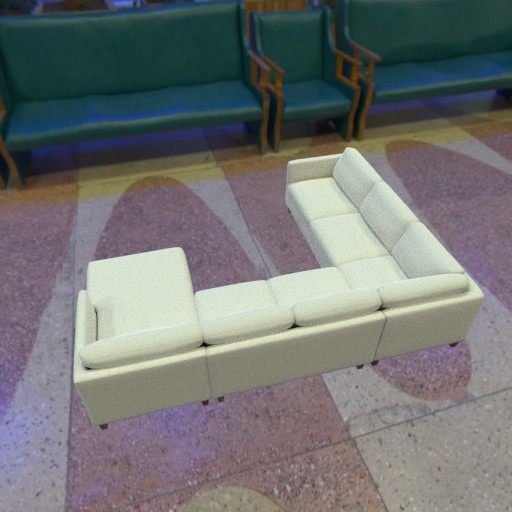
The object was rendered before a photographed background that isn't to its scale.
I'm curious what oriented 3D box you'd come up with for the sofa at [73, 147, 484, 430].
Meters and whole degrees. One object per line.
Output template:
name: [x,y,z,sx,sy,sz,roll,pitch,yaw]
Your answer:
sofa: [0.000,0.000,4.367,3.238,0.853,2.551,-10,42,-11]
